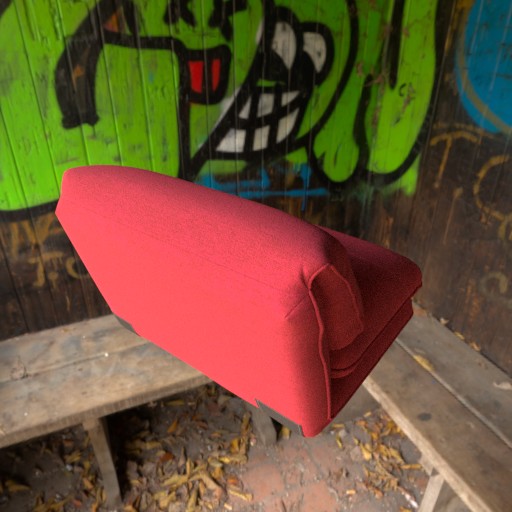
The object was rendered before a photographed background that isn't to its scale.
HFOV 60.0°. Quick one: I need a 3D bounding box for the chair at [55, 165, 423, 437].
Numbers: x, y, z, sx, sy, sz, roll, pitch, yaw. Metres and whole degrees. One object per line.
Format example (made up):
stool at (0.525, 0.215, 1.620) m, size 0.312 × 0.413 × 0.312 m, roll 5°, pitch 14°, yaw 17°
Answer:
chair at (0.000, 0.000, 1.326) m, size 0.820 × 0.580 × 0.780 m, roll 21°, pitch 36°, yaw 32°
